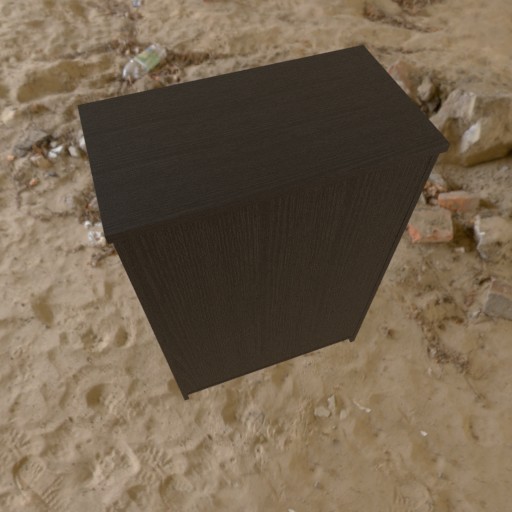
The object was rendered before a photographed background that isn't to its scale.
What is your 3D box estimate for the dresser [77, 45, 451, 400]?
[{"bbox_3d":[0.000,0.000,1.367,0.704,1.020,0.399,-17,57,-11],"label":"dresser"}]
